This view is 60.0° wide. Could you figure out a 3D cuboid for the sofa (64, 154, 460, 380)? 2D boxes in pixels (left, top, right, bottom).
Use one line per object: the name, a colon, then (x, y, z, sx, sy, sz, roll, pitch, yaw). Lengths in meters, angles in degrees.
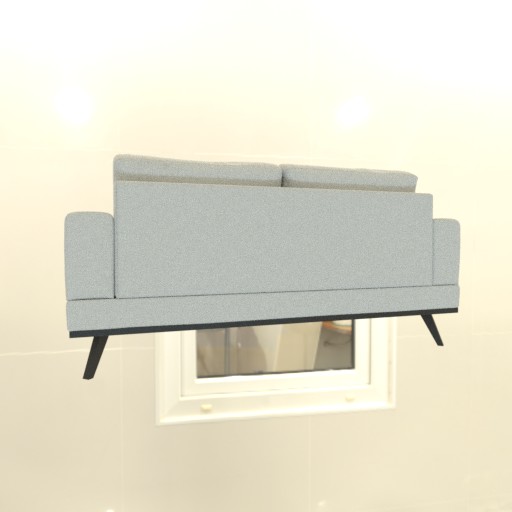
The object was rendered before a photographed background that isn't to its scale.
sofa: (0.000, 0.000, 2.160, 1.650, 0.810, 0.920, -1, 2, -19)
